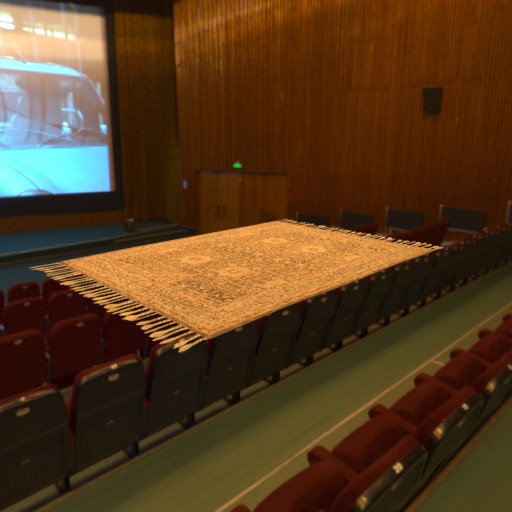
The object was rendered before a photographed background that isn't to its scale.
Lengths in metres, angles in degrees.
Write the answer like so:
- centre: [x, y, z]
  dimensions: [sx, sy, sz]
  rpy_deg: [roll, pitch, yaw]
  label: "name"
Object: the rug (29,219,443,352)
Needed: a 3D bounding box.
- centre: [0.000, 0.000, 3.086]
  dimensions: [2.465, 0.023, 1.619]
  rpy_deg: [-14, 21, -42]
  label: "rug"
